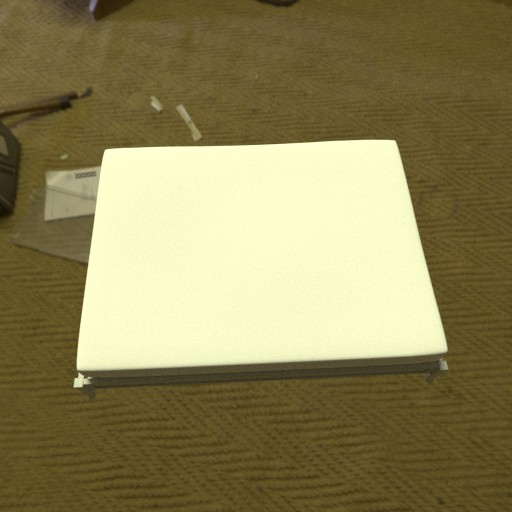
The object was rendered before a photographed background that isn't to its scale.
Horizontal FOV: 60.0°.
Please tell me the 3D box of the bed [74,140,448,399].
[{"bbox_3d":[0.000,0.000,2.849,2.108,0.510,1.604,-2,63,-1],"label":"bed"}]
